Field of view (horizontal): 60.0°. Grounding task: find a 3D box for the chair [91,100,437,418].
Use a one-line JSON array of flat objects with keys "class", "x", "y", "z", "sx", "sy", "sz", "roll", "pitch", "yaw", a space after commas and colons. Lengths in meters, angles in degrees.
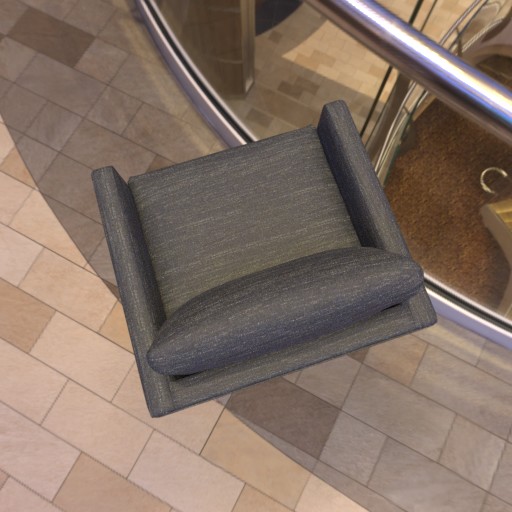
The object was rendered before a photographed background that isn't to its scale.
[{"class": "chair", "x": 0.000, "y": 0.000, "z": 1.635, "sx": 0.963, "sy": 0.861, "sz": 0.866, "roll": -17, "pitch": 76, "yaw": -5}]
